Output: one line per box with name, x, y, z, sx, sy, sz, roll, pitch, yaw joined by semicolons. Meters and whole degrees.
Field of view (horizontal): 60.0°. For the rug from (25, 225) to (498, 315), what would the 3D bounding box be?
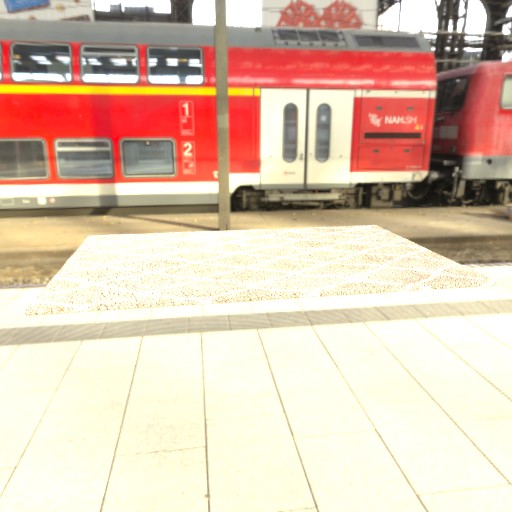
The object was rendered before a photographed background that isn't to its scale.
rug;0.000;0.000;3.352;2.743;0.030;1.778;-3;16;-10
